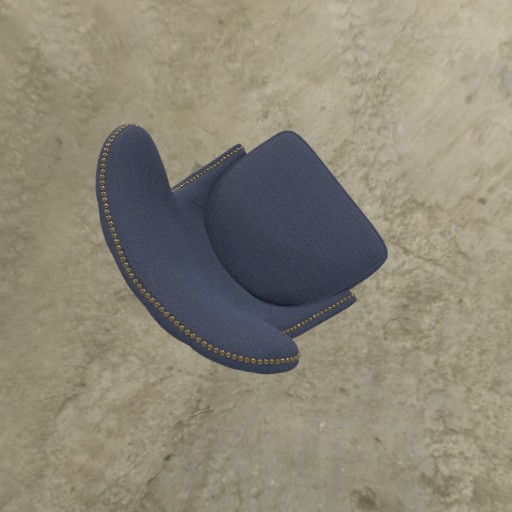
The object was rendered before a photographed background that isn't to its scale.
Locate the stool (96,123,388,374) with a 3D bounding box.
[{"bbox_3d":[0.000,0.000,1.322,0.597,0.972,0.615,-34,78,-8],"label":"stool"}]
